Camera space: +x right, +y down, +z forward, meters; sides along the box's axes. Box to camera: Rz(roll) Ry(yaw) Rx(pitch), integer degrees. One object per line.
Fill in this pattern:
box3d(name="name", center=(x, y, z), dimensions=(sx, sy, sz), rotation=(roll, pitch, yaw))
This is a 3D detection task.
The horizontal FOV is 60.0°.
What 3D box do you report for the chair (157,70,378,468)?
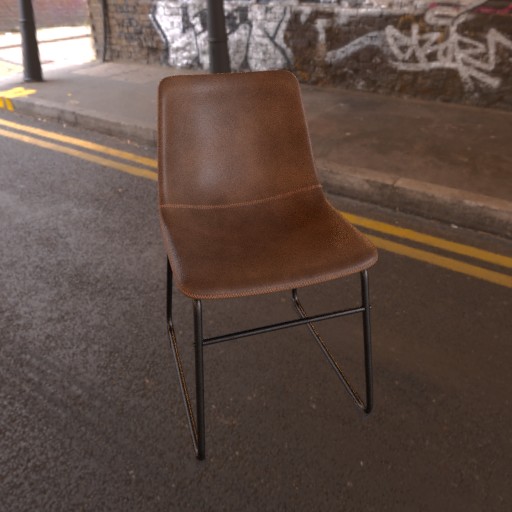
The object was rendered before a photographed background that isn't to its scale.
box3d(name="chair", center=(0.000, 0.000, 1.104), dimensions=(0.460, 0.780, 0.551), rotation=(-10, 33, -15))
